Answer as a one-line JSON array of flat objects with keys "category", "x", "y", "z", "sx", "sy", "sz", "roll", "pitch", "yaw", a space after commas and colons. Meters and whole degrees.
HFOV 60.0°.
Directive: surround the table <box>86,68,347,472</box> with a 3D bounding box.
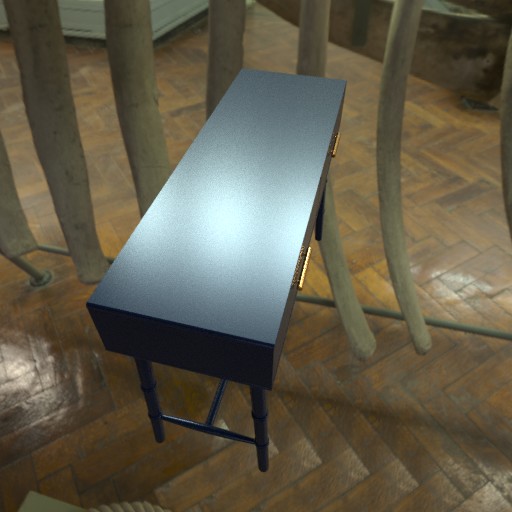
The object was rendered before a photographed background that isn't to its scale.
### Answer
[{"category": "table", "x": 0.000, "y": 0.000, "z": 1.476, "sx": 0.399, "sy": 0.749, "sz": 1.118, "roll": 11, "pitch": 47, "yaw": 10}]
